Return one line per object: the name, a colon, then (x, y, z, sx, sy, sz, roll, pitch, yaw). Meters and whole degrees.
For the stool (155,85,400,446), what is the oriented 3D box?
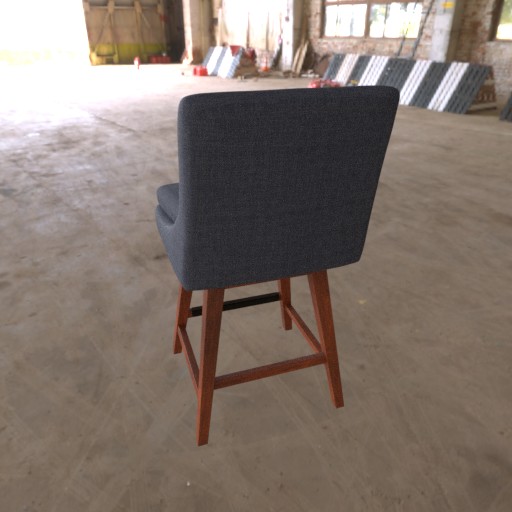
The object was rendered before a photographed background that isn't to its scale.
stool: (0.000, 0.000, 1.182, 0.467, 0.895, 0.524, -9, 29, -17)
